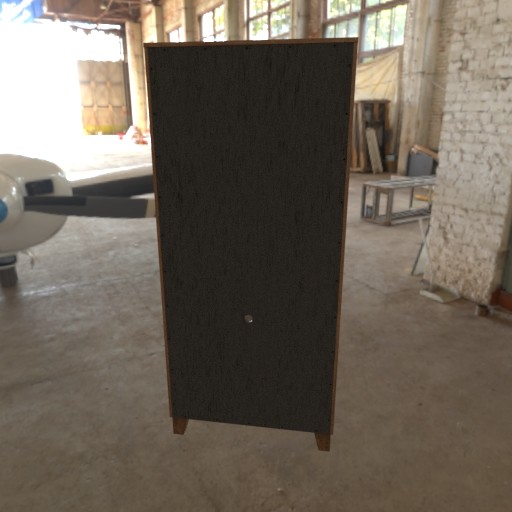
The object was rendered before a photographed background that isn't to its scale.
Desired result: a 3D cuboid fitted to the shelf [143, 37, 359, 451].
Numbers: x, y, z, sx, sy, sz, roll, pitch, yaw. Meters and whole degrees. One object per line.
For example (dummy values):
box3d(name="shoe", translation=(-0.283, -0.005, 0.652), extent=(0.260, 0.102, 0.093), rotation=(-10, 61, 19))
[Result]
box3d(name="shelf", translation=(0.000, 0.000, 2.255), extent=(0.864, 1.930, 0.453), rotation=(3, 18, 9))
